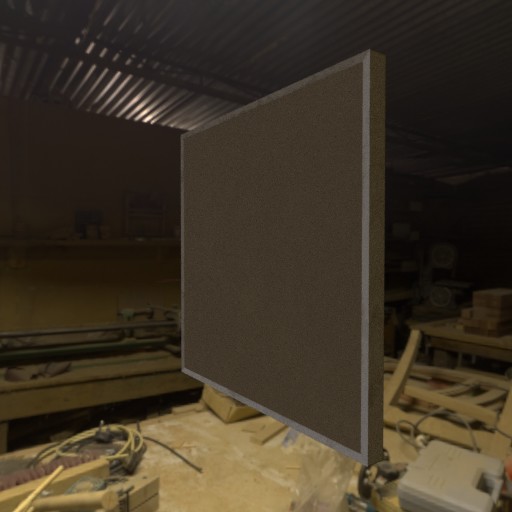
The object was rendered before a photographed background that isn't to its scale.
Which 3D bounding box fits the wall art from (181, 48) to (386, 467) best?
[{"bbox_3d":[0.000,0.000,0.750,0.029,0.506,0.508,-1,2,-36],"label":"wall art"}]
